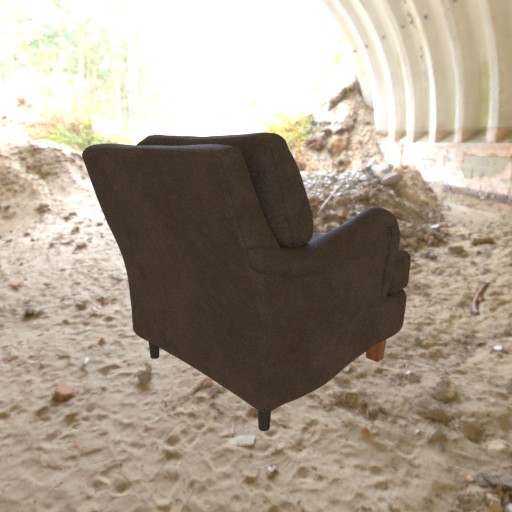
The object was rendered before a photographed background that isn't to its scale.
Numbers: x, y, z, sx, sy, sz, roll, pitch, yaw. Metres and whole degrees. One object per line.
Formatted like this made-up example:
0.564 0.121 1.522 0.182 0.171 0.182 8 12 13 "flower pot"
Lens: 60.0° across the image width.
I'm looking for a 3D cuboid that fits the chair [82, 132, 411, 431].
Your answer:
0.000 0.000 1.884 1.070 0.997 0.955 -13 20 -42 "chair"
